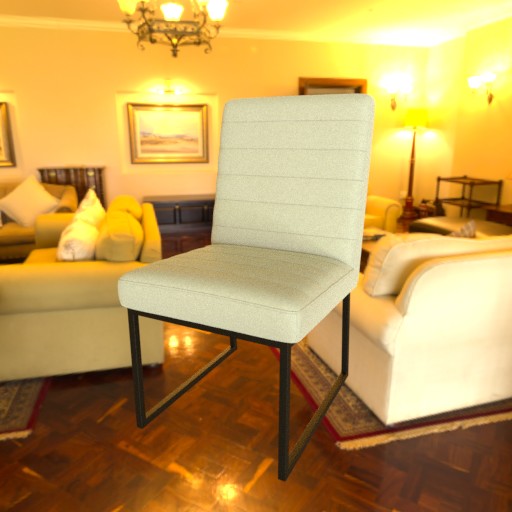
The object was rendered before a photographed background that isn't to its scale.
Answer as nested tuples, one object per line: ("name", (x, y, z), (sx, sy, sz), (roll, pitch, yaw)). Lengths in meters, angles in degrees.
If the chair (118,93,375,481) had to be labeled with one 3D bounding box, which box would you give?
("chair", (0.000, 0.000, 1.306), (0.520, 0.930, 0.634), (7, 17, 26))
